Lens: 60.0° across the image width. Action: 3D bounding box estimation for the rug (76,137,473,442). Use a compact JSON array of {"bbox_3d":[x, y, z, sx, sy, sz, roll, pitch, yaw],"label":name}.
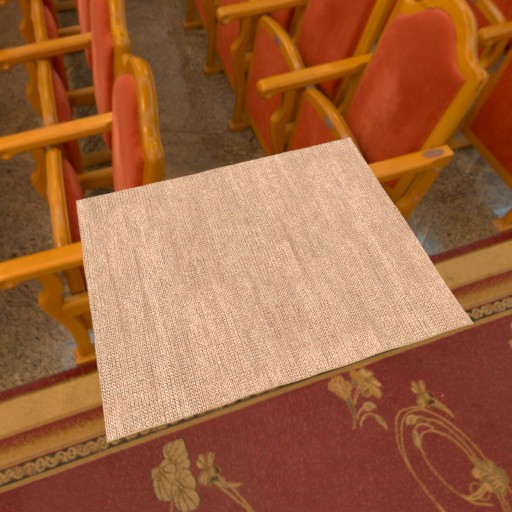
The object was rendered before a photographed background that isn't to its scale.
[{"bbox_3d":[0.000,0.000,4.097,3.052,0.030,2.429,-15,57,-10],"label":"rug"}]
